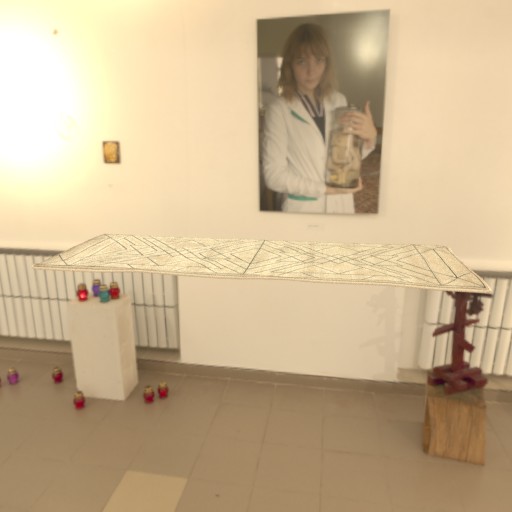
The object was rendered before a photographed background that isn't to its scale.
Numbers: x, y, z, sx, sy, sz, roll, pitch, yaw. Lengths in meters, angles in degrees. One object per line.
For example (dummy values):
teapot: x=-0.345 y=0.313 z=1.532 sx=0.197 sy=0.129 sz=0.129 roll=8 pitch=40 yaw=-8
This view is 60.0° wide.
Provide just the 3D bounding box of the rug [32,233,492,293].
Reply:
rug: x=0.000 y=0.000 z=2.647 sx=2.381 sy=0.036 sz=0.831 roll=2 pitch=16 yaw=9
